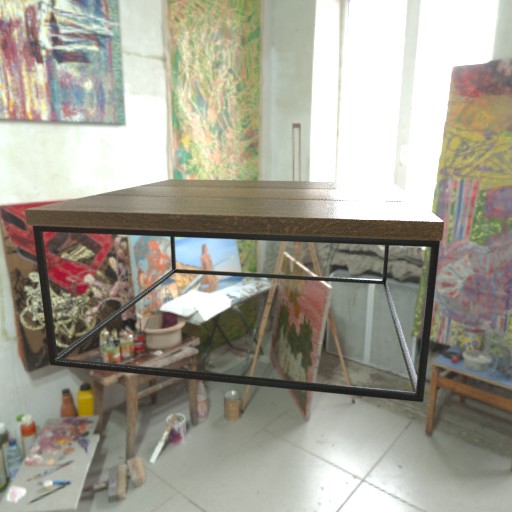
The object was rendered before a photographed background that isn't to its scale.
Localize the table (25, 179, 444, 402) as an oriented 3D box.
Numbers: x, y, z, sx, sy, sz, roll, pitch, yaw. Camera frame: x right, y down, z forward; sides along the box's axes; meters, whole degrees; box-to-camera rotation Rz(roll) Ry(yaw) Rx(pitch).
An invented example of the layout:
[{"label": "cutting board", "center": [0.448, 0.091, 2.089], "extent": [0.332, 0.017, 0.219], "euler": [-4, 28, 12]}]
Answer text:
[{"label": "table", "center": [0.000, 0.000, 1.402], "extent": [0.900, 0.400, 0.900], "euler": [3, 14, 10]}]
